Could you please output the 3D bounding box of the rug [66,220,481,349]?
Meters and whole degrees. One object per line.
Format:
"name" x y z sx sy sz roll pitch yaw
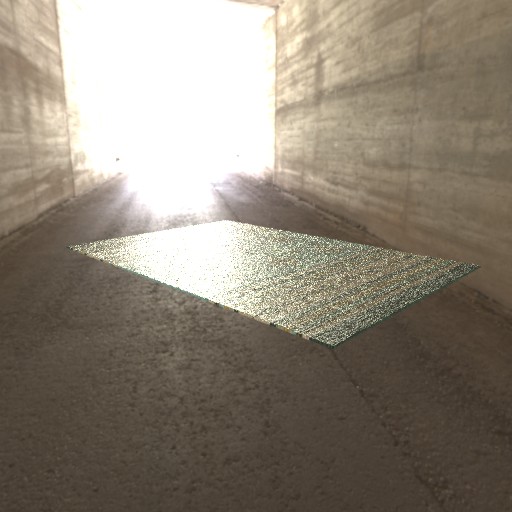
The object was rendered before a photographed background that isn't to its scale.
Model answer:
"rug" 0.000 0.000 2.306 1.811 0.010 1.212 14 20 43
